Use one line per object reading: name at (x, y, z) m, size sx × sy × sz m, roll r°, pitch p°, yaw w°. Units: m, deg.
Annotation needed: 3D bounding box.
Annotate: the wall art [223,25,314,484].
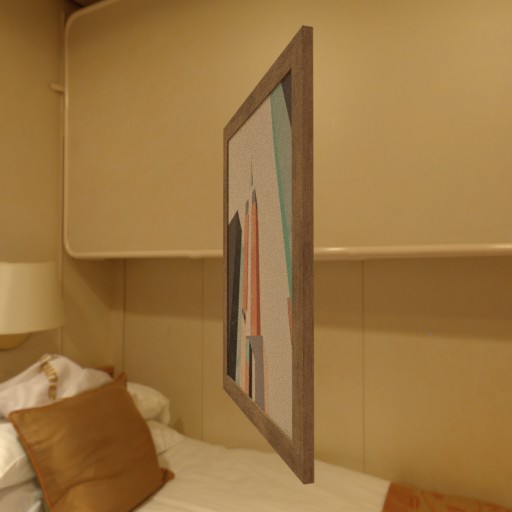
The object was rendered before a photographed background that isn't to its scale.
wall art at (0.000, 0.000, 0.919) m, size 0.018 × 0.686 × 0.534 m, roll 0°, pitch -1°, yaw -17°
